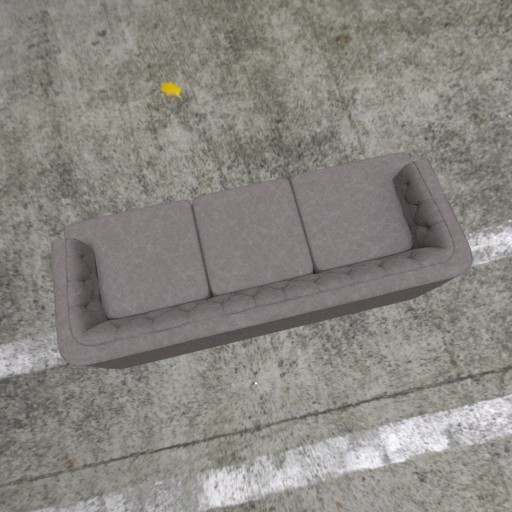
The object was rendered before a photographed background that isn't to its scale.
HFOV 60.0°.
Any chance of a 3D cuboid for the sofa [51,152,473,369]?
[{"bbox_3d":[0.000,0.000,2.718,2.247,0.806,0.917,-13,74,-4],"label":"sofa"}]
